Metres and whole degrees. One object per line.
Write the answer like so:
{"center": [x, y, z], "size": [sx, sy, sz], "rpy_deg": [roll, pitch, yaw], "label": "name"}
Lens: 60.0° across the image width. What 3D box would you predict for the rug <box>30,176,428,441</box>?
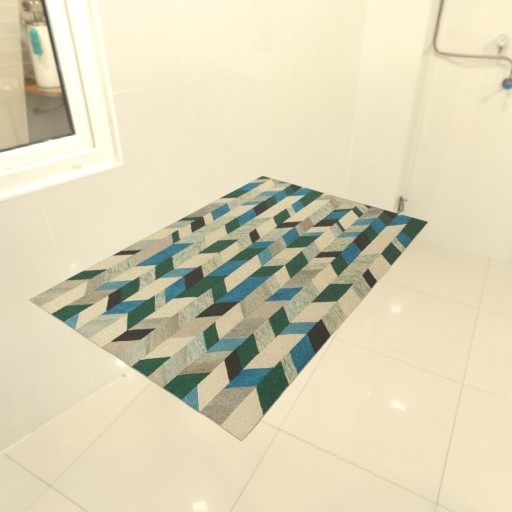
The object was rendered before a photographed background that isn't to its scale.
{"center": [0.000, 0.000, 2.334], "size": [1.229, 0.005, 1.827], "rpy_deg": [22, 38, 30], "label": "rug"}
